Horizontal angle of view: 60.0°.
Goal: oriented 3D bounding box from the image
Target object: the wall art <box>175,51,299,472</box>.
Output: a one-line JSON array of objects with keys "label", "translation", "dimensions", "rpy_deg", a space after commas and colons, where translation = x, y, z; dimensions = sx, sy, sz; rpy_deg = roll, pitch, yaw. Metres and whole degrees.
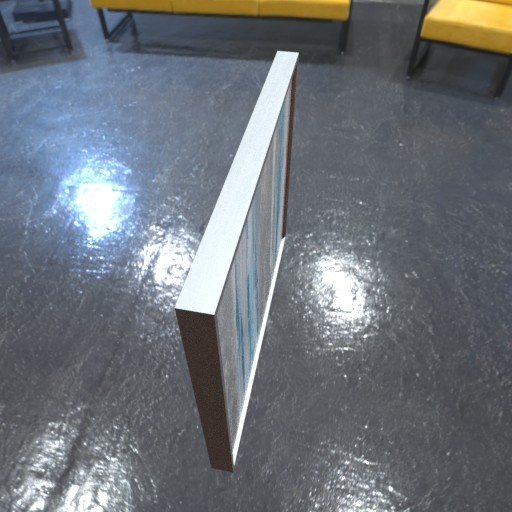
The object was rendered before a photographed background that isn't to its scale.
[{"label": "wall art", "translation": [0.000, 0.000, 0.749], "dimensions": [0.037, 0.450, 0.557], "rpy_deg": [9, 48, 8]}]
